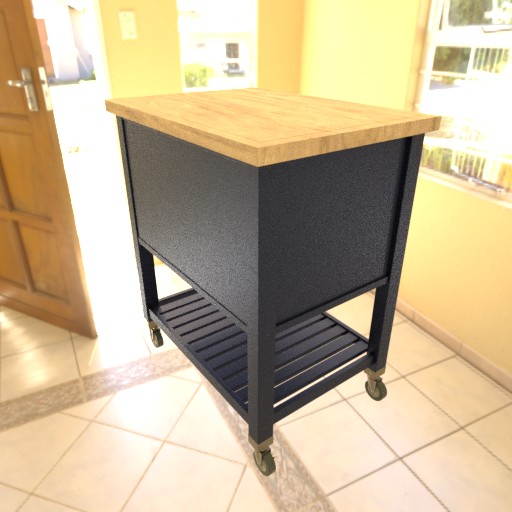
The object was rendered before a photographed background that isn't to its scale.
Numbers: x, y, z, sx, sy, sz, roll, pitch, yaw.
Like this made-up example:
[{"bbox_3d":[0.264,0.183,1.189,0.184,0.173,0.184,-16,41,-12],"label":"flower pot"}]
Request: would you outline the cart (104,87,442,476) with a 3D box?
[{"bbox_3d":[0.000,0.000,1.429,0.567,0.920,0.797,-18,32,-32],"label":"cart"}]
